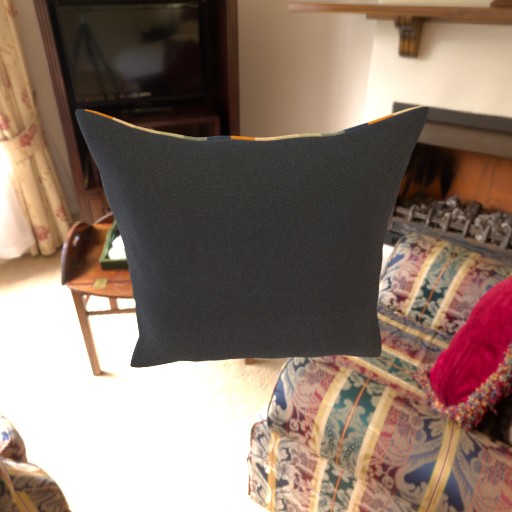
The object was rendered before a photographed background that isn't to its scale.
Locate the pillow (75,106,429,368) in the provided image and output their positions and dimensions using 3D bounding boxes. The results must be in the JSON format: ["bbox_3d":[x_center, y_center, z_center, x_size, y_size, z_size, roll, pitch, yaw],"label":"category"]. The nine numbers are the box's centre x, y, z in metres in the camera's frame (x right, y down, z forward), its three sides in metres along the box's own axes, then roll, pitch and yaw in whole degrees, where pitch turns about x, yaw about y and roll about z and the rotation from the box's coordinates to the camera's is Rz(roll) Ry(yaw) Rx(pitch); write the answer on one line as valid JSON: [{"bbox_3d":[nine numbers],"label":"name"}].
[{"bbox_3d":[0.000,0.000,0.696,0.463,0.454,0.173,-2,31,-3],"label":"pillow"}]
